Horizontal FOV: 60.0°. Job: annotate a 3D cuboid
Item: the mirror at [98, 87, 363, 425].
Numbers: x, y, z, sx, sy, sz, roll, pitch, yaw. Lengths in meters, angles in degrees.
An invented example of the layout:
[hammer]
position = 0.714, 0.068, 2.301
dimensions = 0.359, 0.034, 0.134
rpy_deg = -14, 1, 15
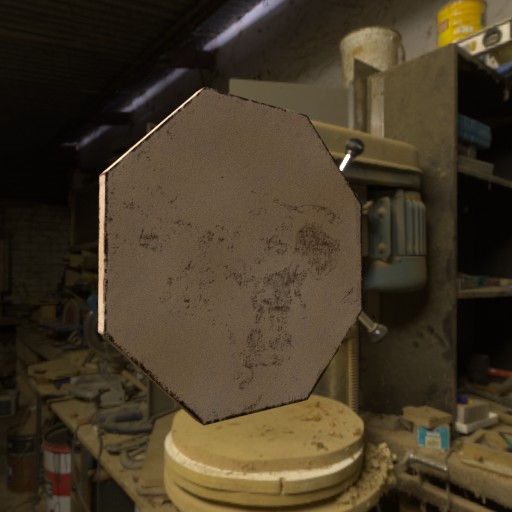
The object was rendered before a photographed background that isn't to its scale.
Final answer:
[mirror]
position = 0.000, 0.000, 0.939
dimensions = 0.648, 0.648, 0.031
rpy_deg = 1, -1, -37
